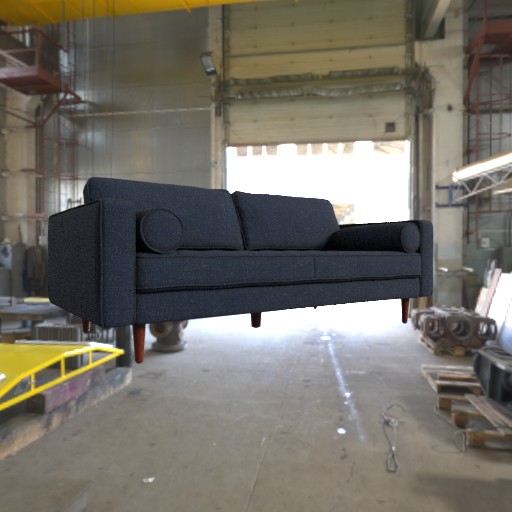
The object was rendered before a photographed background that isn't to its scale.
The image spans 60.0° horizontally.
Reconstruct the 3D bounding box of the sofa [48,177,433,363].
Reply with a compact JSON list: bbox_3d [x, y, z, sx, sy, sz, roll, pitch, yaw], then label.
[{"bbox_3d":[0.000,0.000,2.344,1.880,0.762,0.914,0,1,-35],"label":"sofa"}]
